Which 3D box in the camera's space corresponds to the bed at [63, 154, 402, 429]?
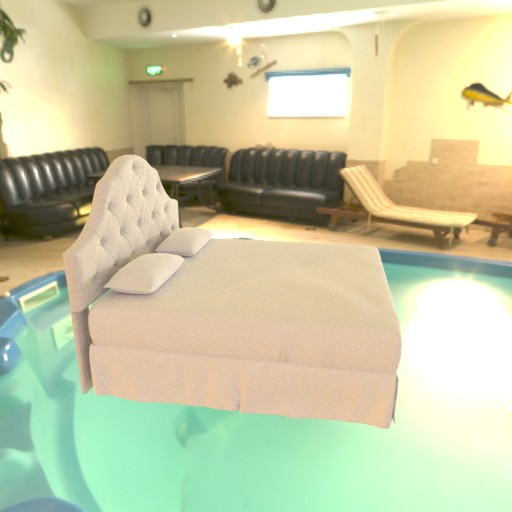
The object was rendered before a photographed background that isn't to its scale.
[{"bbox_3d":[0.000,0.000,3.694,2.214,1.615,2.008,3,18,10],"label":"bed"}]
